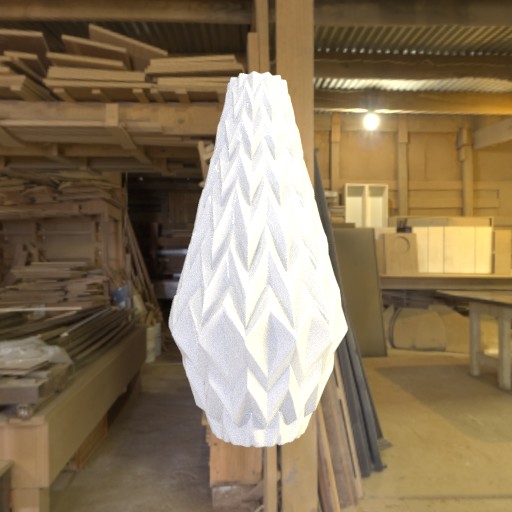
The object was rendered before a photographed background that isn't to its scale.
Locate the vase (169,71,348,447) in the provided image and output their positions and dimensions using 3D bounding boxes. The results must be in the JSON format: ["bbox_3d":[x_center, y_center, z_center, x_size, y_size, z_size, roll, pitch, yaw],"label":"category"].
[{"bbox_3d":[0.000,0.000,0.421,0.167,0.328,0.167,0,1,0],"label":"vase"}]
